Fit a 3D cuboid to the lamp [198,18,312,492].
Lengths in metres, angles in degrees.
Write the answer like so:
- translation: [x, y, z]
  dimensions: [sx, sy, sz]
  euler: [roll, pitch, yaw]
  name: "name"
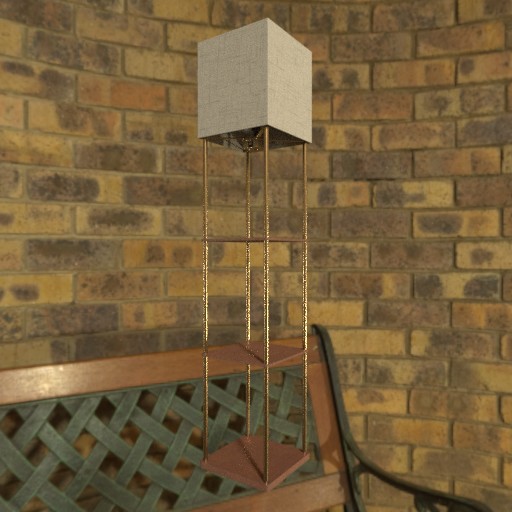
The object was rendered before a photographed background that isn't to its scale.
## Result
- translation: [0.000, 0.000, 1.676]
  dimensions: [0.310, 1.569, 0.308]
  euler: [0, 1, 35]
  name: "lamp"
